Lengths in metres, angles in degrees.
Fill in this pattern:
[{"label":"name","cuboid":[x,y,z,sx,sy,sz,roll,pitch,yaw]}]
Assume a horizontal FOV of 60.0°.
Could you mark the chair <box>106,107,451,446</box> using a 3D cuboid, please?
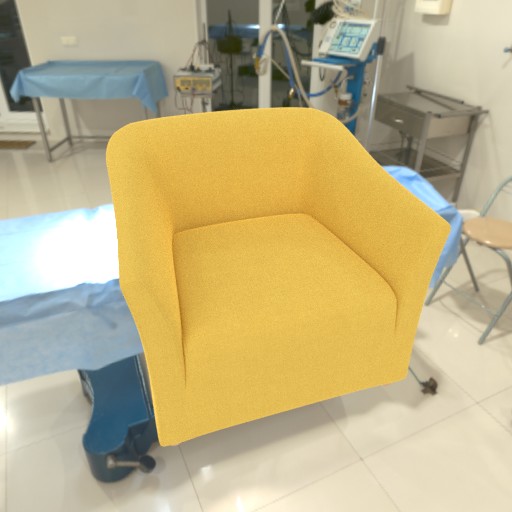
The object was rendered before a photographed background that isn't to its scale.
[{"label":"chair","cuboid":[0.000,0.000,1.358,0.790,0.720,0.700,-10,33,-16]}]
